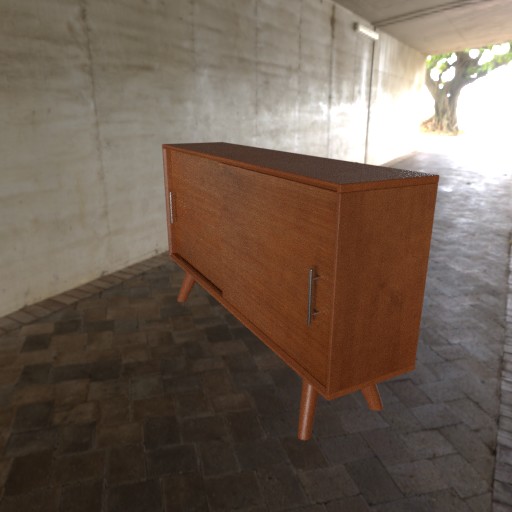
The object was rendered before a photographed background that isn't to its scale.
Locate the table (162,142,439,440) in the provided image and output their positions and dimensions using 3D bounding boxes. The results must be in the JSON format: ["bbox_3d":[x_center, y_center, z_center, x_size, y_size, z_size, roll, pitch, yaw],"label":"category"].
[{"bbox_3d":[0.000,0.000,1.559,0.308,0.698,1.220,-9,21,-26],"label":"table"}]
